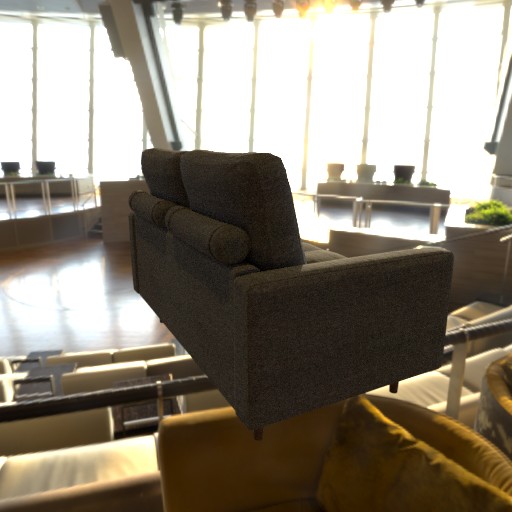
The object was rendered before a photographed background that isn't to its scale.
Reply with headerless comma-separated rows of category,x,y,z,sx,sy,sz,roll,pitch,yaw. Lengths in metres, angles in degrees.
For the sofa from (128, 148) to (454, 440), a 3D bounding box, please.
sofa,0.000,0.000,1.929,0.842,0.907,1.407,-8,16,-27
